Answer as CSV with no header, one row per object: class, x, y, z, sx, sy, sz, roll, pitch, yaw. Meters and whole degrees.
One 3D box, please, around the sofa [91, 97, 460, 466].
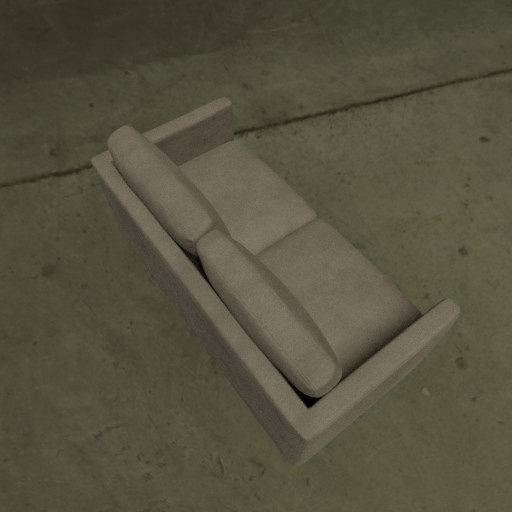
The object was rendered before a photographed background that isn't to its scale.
sofa,0.000,0.000,2.437,0.950,0.963,1.884,-32,62,-19
